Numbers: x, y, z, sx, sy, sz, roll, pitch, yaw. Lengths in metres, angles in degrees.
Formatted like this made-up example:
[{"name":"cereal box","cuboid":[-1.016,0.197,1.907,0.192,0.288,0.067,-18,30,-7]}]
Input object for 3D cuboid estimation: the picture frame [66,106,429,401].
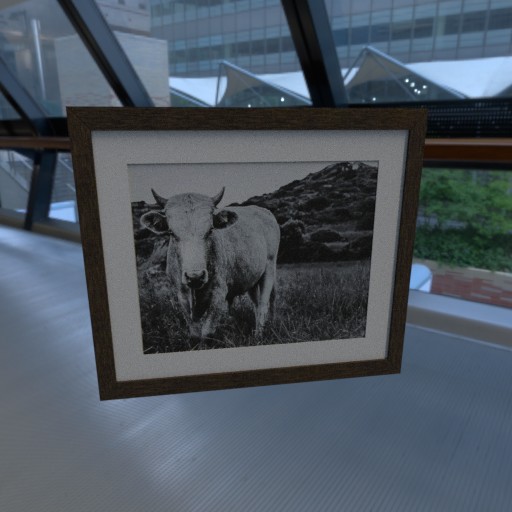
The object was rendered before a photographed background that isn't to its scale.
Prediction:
[{"name":"picture frame","cuboid":[0.000,0.000,0.521,0.378,0.330,0.033,-3,17,-9]}]
